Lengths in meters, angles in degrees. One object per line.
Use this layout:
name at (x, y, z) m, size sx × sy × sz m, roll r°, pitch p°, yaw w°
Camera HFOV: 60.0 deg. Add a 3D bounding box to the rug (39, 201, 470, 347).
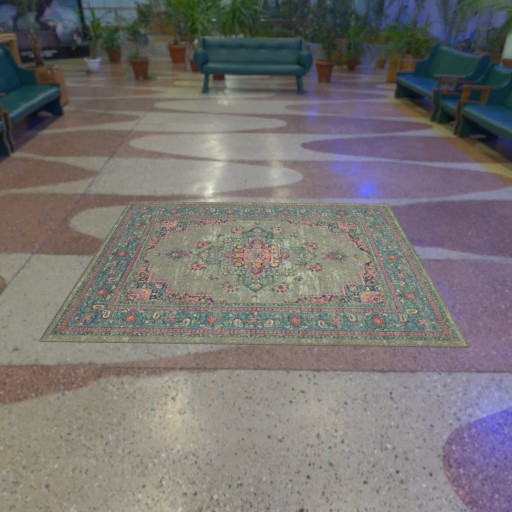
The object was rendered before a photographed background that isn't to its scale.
rug at (0.000, 0.000, 4.174) m, size 3.057 × 0.013 × 2.434 m, roll 1°, pitch 31°, yaw 1°
